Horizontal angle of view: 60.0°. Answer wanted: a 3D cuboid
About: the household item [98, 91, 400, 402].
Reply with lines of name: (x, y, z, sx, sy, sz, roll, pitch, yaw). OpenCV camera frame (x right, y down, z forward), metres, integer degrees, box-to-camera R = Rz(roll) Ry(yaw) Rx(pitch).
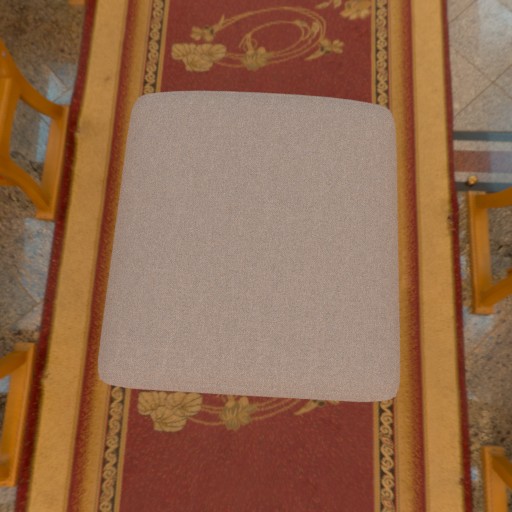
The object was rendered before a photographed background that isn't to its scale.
household item: (0.000, 0.000, 0.897, 0.530, 0.410, 0.530, 3, 77, 1)
